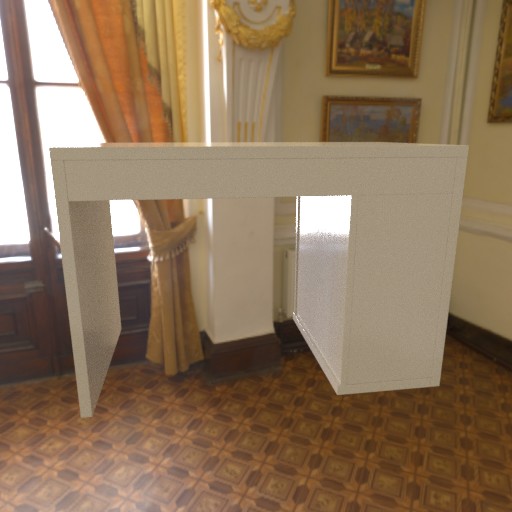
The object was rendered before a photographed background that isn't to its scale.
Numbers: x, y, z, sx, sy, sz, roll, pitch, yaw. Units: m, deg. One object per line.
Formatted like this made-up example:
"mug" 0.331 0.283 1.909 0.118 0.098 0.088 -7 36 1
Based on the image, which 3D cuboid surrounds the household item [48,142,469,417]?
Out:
"household item" 0.000 0.000 1.527 1.100 0.749 0.597 -2 15 -8
